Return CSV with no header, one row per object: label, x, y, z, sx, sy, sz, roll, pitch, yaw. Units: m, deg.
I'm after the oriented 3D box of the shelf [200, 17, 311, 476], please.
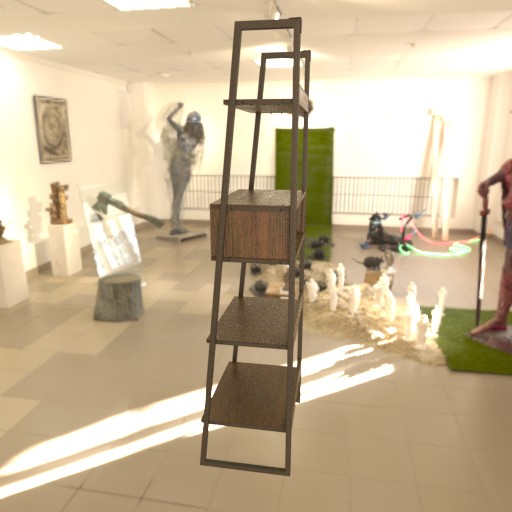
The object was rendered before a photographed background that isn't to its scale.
shelf,0.000,0.000,2.225,0.454,2.005,0.652,3,15,10
